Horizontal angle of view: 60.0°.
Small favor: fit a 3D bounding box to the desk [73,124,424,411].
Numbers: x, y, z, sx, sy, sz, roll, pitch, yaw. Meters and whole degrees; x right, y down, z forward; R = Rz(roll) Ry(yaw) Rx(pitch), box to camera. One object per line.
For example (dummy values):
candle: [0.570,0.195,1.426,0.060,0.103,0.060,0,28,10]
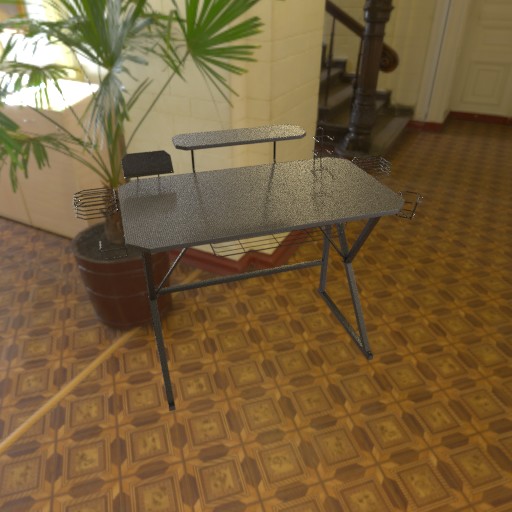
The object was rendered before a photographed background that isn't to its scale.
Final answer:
desk: [0.000,0.000,1.797,1.290,0.880,0.580,-10,34,-15]
